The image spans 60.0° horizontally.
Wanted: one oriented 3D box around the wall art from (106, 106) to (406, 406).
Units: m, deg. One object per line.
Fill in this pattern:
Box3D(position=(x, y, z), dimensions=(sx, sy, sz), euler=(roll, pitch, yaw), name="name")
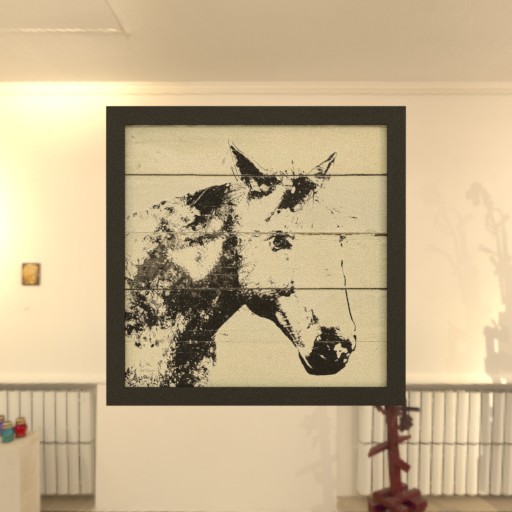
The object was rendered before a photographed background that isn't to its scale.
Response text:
Box3D(position=(0.000, 0.000, 1.520), dimensions=(1.016, 1.016, 0.038), euler=(0, 0, 0), name="wall art")
